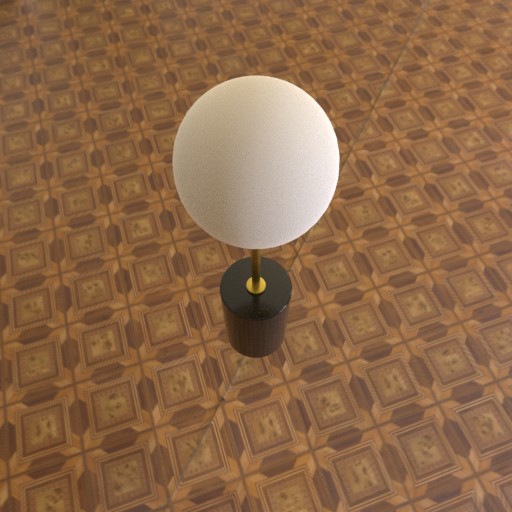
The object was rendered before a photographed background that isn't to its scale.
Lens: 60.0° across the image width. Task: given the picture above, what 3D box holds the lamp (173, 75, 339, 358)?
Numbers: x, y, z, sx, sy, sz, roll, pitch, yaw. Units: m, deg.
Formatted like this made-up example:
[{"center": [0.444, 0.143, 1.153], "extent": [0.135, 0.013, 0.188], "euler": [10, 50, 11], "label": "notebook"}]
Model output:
[{"center": [0.000, 0.000, 0.552], "extent": [0.153, 0.480, 0.153], "euler": [0, 59, 0], "label": "lamp"}]
